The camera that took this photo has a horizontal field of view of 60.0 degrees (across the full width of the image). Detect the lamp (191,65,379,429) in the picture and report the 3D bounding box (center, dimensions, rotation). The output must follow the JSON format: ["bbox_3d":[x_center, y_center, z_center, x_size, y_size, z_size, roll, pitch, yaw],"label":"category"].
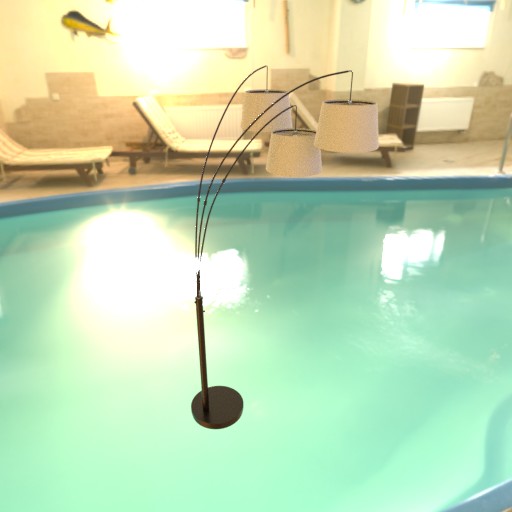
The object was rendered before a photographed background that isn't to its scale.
[{"bbox_3d":[0.000,0.000,2.508,0.924,1.950,0.951,-16,30,-31],"label":"lamp"}]
